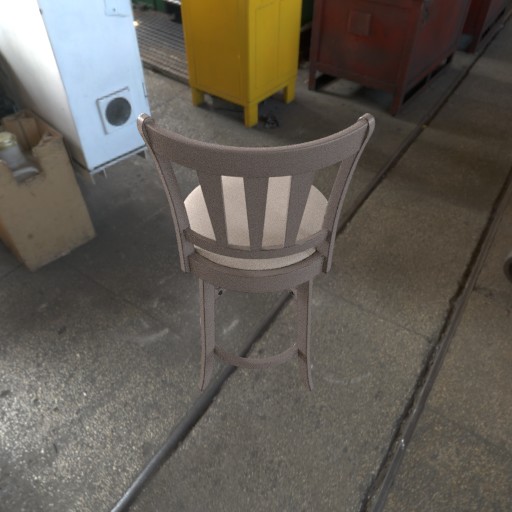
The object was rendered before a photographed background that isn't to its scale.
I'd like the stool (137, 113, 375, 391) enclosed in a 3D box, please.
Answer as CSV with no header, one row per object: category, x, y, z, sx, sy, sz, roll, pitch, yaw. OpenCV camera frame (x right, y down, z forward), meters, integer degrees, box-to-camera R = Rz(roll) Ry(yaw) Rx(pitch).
stool,0.000,0.000,1.269,0.436,1.023,0.475,0,45,0
